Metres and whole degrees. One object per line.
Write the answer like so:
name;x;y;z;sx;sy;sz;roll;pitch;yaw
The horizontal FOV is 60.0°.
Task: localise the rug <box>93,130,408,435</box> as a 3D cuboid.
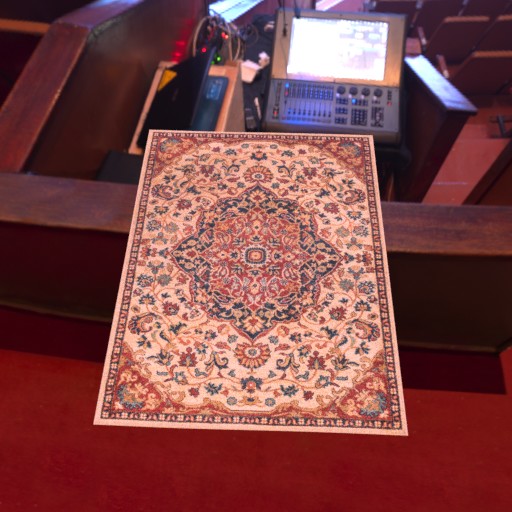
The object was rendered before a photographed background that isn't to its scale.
rug;0.000;0.000;4.160;2.454;0.005;3.067;2;62;1
